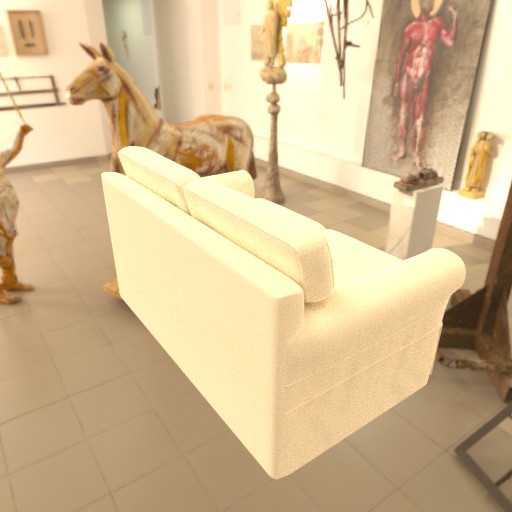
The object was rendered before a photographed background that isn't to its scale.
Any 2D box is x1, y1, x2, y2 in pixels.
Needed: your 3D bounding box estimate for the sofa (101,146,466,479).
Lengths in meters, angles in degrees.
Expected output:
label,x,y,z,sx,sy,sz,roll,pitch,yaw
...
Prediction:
label,x,y,z,sx,sy,sz,roll,pitch,yaw
sofa,0.000,0.000,2.277,0.991,0.940,1.727,-17,31,-31
